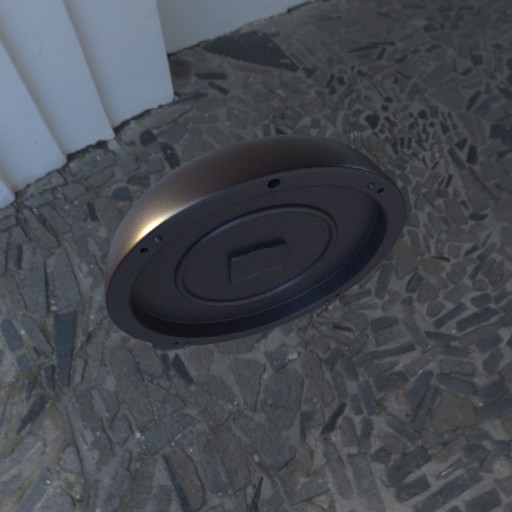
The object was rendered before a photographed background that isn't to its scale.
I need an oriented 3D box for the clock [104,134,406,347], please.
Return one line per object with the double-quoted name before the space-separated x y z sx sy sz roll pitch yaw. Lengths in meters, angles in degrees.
"clock" 0.000 0.000 0.450 0.300 0.300 0.060 -16 60 -9
